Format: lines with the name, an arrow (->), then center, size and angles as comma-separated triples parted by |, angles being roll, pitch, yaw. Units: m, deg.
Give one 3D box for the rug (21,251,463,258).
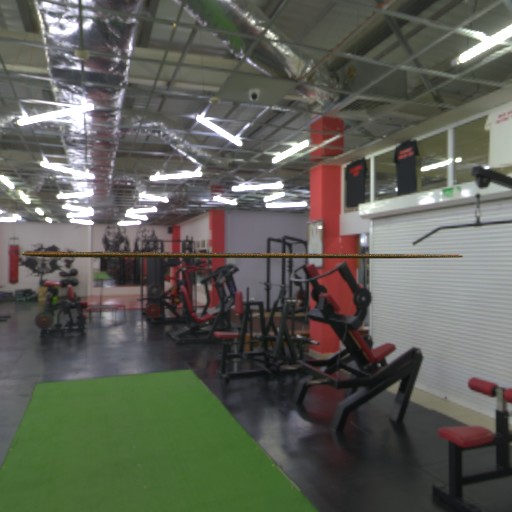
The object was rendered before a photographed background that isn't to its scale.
rug -> 0.000, 0.000, 2.013 | 1.820, 0.013, 0.556 | 0, -1, -18
